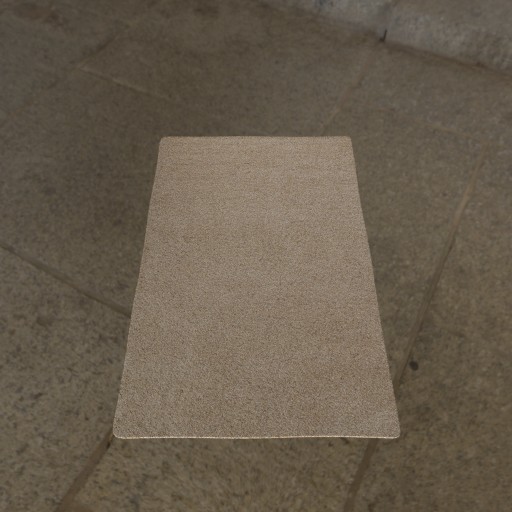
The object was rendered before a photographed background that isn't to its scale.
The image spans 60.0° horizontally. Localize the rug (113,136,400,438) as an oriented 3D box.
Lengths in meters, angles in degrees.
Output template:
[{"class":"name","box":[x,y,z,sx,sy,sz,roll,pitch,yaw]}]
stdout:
[{"class":"rug","box":[0.000,0.000,3.488,1.801,0.024,2.700,0,57,0]}]
